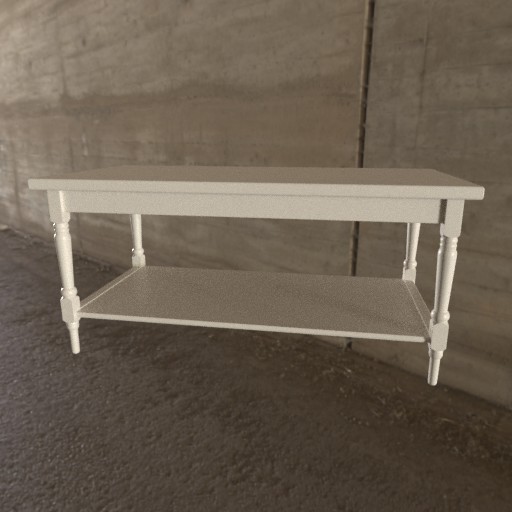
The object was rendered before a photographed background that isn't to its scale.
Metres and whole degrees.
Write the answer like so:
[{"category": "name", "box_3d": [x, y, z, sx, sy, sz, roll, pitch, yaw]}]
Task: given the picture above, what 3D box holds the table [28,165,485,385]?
[{"category": "table", "box_3d": [0.000, 0.000, 1.383, 1.107, 0.510, 0.550, 3, 15, 9]}]
